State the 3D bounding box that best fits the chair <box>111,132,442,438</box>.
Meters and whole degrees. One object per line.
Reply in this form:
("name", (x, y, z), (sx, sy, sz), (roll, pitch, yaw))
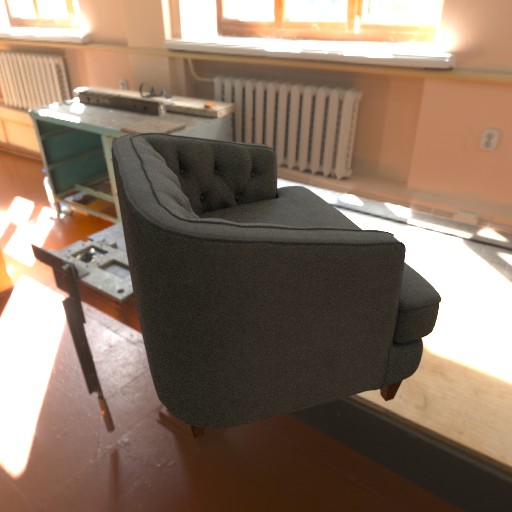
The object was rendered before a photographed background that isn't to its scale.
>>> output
("chair", (0.000, 0.000, 1.727), (0.941, 0.852, 1.104), (-10, 31, -17))
